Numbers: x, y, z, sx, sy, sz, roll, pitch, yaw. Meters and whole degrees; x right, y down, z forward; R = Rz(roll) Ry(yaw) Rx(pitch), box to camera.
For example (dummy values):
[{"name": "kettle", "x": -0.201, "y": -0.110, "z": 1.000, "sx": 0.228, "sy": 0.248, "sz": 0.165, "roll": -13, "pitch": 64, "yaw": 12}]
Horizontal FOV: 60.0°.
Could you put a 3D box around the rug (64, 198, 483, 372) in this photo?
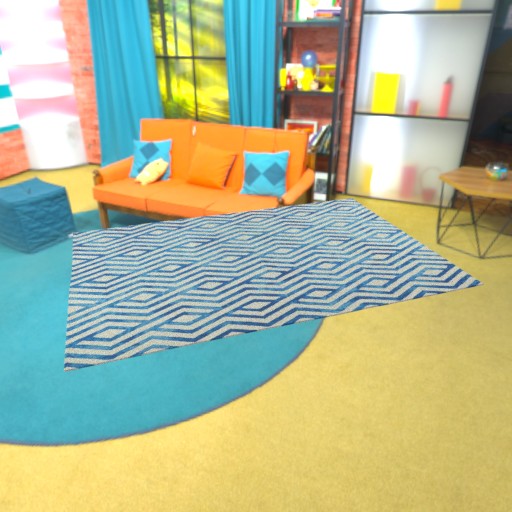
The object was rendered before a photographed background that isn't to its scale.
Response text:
[{"name": "rug", "x": 0.000, "y": 0.000, "z": 2.322, "sx": 1.830, "sy": 0.008, "sz": 1.225, "roll": -9, "pitch": 29, "yaw": -17}]
